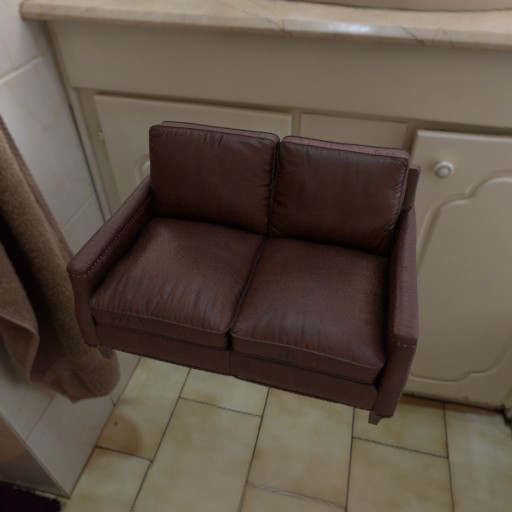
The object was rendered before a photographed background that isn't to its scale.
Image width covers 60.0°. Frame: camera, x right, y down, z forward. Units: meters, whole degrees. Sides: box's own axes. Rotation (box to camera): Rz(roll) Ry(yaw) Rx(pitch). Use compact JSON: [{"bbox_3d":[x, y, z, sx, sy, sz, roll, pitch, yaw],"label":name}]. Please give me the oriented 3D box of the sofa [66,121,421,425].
[{"bbox_3d":[0.000,0.000,2.316,1.628,1.003,1.083,10,43,11],"label":"sofa"}]
